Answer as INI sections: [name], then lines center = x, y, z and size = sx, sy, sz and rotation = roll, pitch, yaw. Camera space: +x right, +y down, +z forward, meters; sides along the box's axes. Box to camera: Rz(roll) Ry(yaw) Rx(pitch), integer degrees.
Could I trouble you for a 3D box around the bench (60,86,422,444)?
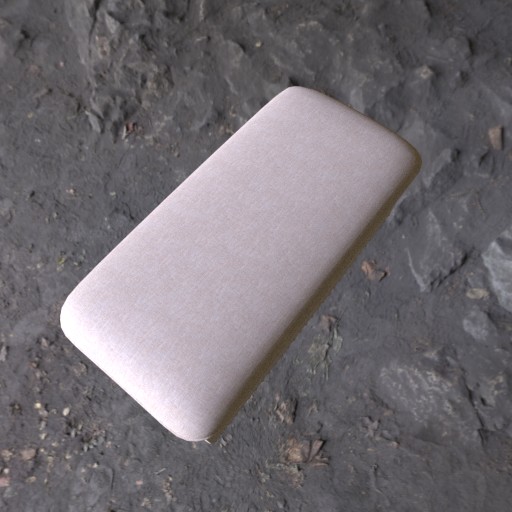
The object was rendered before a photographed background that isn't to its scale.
[bench]
center = 0.000, 0.000, 1.283
size = 0.483, 0.483, 0.991
rotation = 35, 68, 16
